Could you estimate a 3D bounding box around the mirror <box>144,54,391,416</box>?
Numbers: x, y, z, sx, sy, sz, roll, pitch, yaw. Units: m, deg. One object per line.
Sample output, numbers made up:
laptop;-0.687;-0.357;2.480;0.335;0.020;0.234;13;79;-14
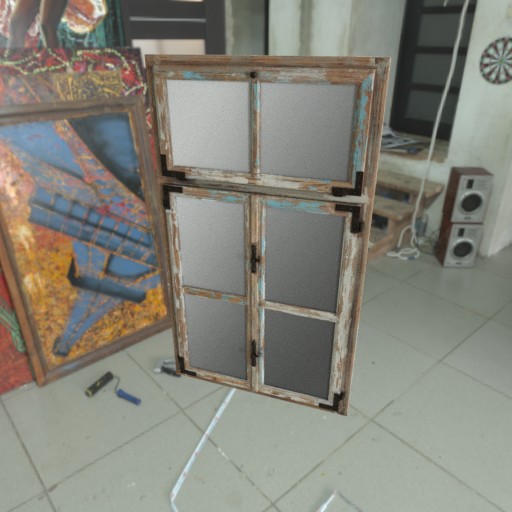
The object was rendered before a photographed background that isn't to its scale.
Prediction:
mirror;0.000;0.000;1.473;0.707;1.213;0.083;9;27;17
